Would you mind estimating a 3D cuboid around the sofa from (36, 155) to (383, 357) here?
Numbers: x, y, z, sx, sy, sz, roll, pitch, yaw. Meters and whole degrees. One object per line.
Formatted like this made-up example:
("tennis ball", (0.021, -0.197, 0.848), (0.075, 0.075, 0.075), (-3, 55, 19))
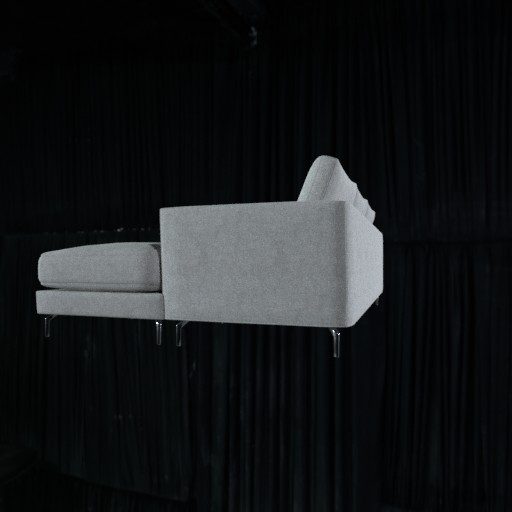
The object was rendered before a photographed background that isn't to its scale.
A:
("sofa", (0.000, 0.000, 3.162), (1.626, 0.864, 2.438), (0, -1, 19))
